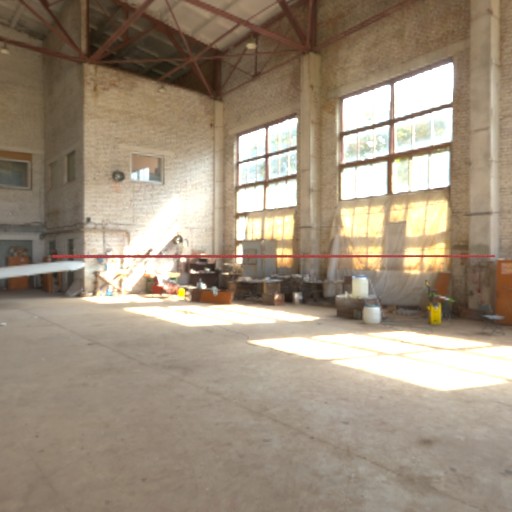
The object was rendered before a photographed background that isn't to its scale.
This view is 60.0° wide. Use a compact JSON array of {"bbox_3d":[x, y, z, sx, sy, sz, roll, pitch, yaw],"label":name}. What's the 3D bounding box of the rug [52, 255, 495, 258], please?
[{"bbox_3d":[0.000,0.000,2.801,2.211,0.013,1.593,0,0,-20],"label":"rug"}]
